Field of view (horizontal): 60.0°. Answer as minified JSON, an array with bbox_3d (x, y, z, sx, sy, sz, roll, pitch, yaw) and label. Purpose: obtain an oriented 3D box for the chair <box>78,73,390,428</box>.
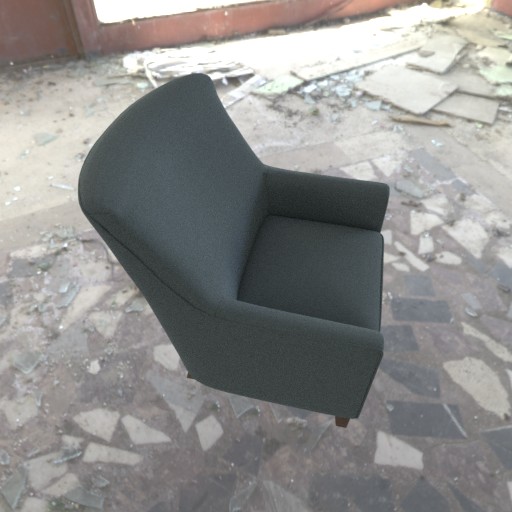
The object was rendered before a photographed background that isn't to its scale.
[{"bbox_3d":[0.000,0.000,1.527,0.879,0.916,0.756,9,47,9],"label":"chair"}]
